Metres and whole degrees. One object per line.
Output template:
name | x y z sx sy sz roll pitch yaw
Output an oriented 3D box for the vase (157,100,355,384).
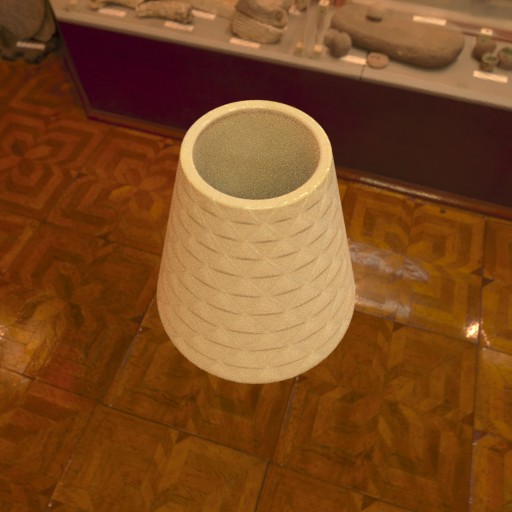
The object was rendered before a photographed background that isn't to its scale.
vase | 0.000 0.000 0.353 0.175 0.230 0.175 0 58 0
